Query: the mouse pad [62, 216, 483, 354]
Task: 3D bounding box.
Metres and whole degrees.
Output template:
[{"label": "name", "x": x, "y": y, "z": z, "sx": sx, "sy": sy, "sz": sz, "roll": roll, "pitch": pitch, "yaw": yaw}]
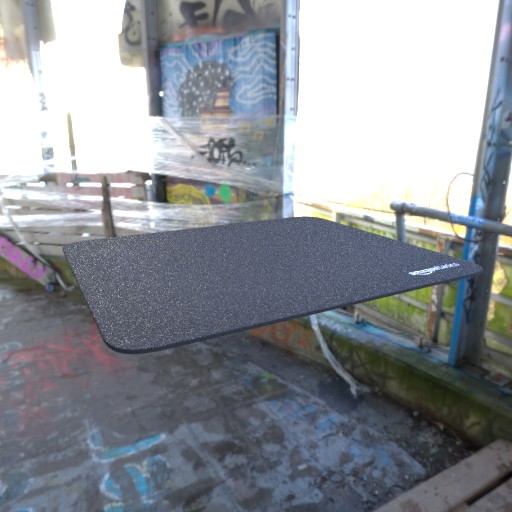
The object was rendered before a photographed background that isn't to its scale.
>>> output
[{"label": "mouse pad", "x": 0.000, "y": 0.000, "z": 0.328, "sx": 0.249, "sy": 0.002, "sz": 0.211, "roll": -9, "pitch": 19, "yaw": -27}]
